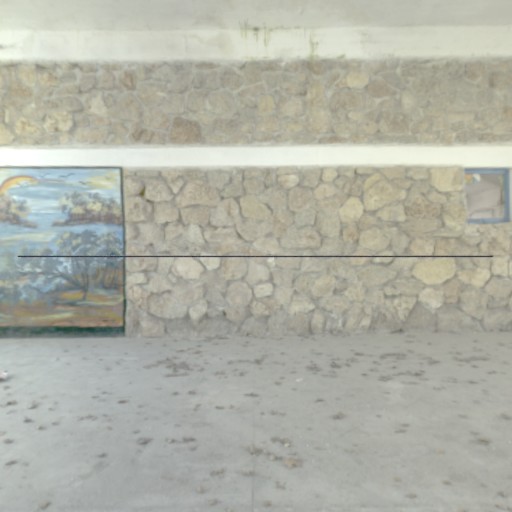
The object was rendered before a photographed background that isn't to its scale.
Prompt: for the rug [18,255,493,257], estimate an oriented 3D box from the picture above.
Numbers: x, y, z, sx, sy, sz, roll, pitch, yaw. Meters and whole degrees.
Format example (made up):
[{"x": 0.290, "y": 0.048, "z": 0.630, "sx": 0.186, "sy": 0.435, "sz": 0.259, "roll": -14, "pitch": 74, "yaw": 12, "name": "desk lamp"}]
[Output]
[{"x": 0.000, "y": 0.000, "z": 3.731, "sx": 2.940, "sy": 0.011, "sz": 2.053, "roll": 0, "pitch": 0, "yaw": 1, "name": "rug"}]
